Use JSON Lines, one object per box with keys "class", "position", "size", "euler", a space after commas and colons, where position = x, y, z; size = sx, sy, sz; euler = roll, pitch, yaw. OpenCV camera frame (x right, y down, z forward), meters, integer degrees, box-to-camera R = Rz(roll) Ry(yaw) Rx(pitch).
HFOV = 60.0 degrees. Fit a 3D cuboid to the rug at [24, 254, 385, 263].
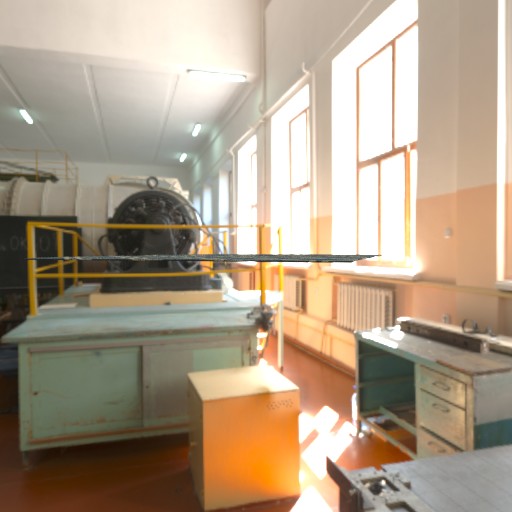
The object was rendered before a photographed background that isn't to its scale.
{"class": "rug", "position": [0.000, 0.000, 2.199], "size": [1.153, 0.010, 1.755], "euler": [0, 1, 19]}
